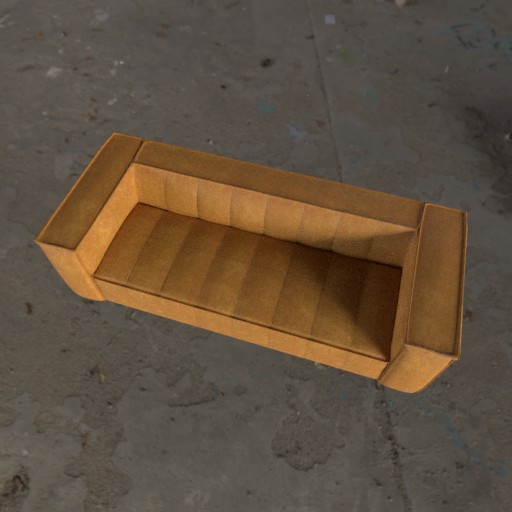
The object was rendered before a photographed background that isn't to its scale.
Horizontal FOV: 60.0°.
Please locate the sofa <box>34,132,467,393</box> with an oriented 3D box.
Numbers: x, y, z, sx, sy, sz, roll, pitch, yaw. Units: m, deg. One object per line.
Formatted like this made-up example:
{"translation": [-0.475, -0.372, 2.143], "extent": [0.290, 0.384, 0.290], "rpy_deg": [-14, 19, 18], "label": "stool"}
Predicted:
{"translation": [0.000, 0.000, 3.059], "extent": [2.581, 0.701, 1.102], "rpy_deg": [15, 58, 9], "label": "sofa"}
